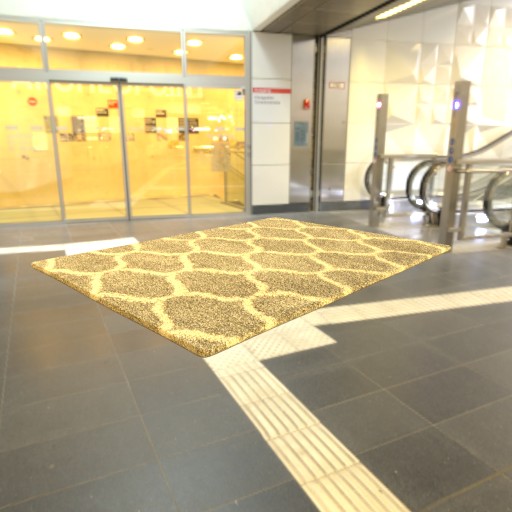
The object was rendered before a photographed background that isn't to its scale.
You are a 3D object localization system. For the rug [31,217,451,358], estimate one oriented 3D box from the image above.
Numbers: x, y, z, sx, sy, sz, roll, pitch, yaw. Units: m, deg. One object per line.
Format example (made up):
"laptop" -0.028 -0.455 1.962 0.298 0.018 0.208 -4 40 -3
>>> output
"rug" 0.000 0.000 2.083 1.200 0.025 1.600 14 21 43
